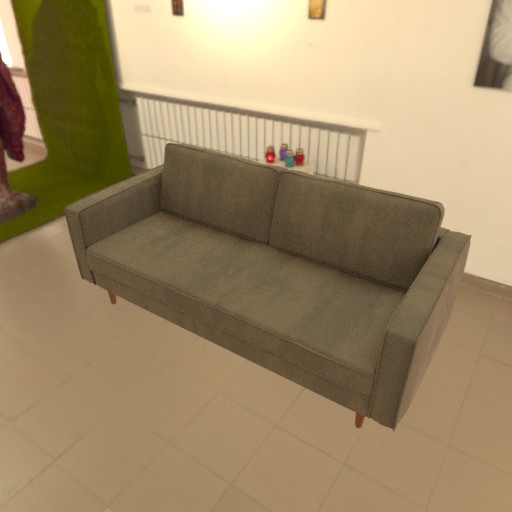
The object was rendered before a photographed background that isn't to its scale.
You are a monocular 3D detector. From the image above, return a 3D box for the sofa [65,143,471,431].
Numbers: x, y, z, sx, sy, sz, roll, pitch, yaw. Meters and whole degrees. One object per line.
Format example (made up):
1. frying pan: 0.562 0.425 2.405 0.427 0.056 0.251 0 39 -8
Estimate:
1. sofa: 0.000 0.000 2.345 1.920 0.825 0.924 19 37 28
